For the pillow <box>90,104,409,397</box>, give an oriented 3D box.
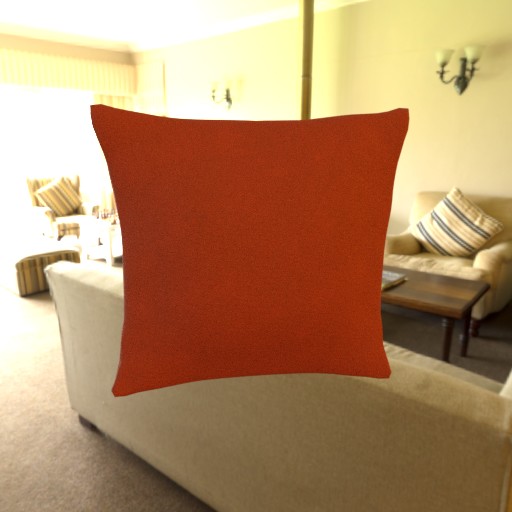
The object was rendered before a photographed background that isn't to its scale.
[{"bbox_3d":[0.000,0.000,0.646,0.435,0.416,0.151,-2,15,-7],"label":"pillow"}]
